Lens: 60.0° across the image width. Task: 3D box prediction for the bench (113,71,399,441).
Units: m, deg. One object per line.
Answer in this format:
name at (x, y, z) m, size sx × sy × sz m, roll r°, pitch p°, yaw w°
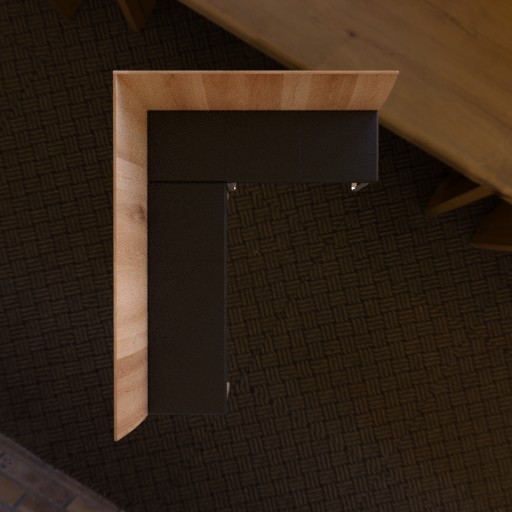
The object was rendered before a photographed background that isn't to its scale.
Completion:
bench at (0.000, 0.000, 2.792) m, size 1.495 × 0.930 × 1.945 m, roll 0°, pitch 91°, yaw 0°
